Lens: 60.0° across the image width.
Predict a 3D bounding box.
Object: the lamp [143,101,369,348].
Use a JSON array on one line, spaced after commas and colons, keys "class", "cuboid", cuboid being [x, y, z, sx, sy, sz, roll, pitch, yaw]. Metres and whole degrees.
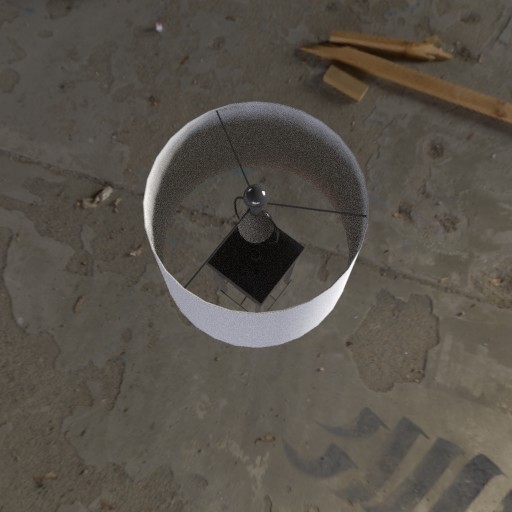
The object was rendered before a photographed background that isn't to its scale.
[{"class": "lamp", "cuboid": [0.000, 0.000, 0.783, 0.320, 0.591, 0.320, 0, 76, 0]}]
